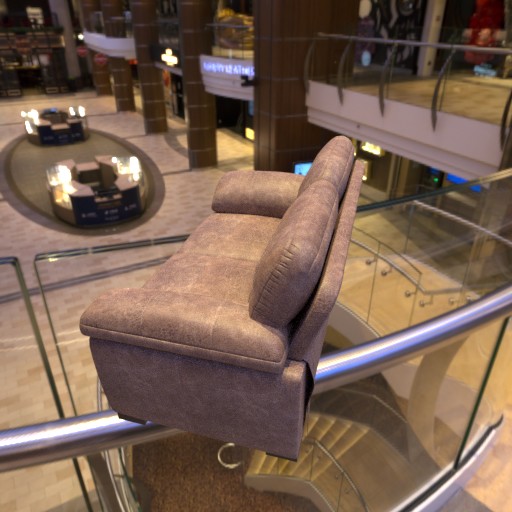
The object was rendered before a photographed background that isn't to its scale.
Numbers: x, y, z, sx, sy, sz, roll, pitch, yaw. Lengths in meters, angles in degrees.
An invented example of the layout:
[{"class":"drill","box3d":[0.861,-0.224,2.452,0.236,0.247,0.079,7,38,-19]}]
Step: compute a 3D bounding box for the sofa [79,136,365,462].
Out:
[{"class":"sofa","box3d":[0.000,0.000,2.374,0.991,0.991,1.753,8,30,14]}]
